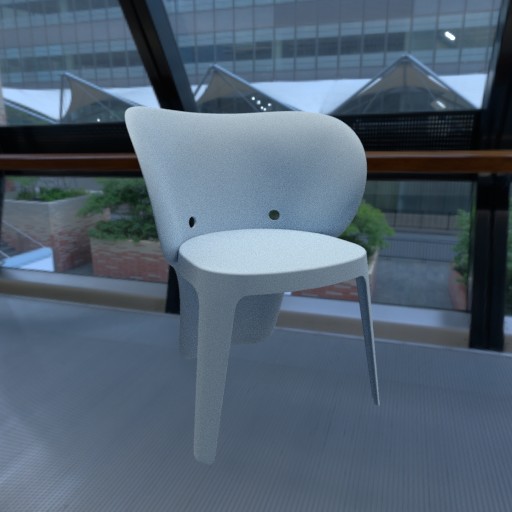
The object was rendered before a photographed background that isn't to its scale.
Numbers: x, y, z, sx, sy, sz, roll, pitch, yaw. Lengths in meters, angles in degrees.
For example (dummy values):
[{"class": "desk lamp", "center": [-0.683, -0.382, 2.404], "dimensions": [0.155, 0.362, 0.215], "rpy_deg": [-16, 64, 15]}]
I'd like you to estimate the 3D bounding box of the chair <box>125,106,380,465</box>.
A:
[{"class": "chair", "center": [0.000, 0.000, 0.855], "dimensions": [0.451, 0.554, 0.402], "rpy_deg": [-7, 17, -26]}]
